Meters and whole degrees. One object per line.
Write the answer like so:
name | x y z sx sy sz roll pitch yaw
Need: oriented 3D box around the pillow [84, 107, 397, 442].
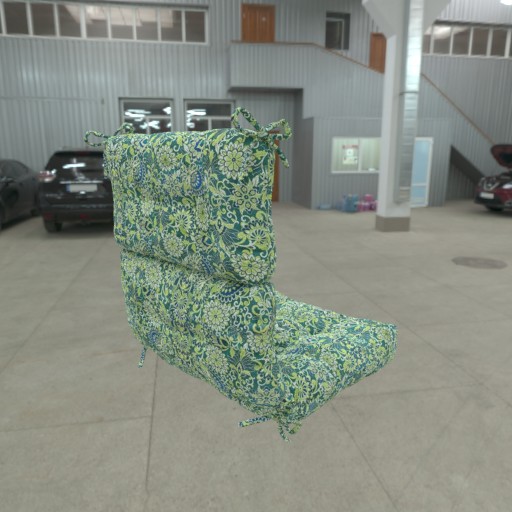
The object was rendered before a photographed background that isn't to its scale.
pillow | 0.000 0.000 1.044 0.519 0.605 0.571 13 18 43
